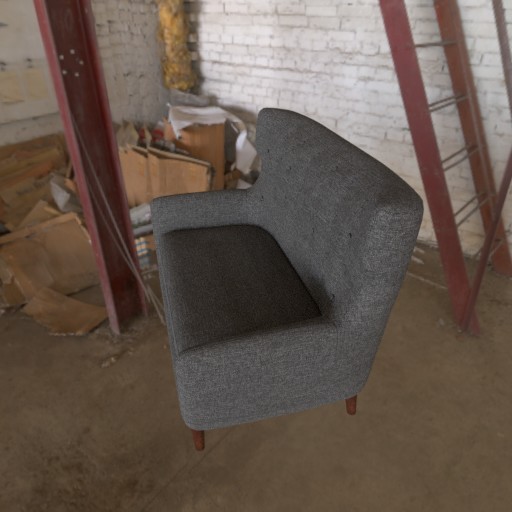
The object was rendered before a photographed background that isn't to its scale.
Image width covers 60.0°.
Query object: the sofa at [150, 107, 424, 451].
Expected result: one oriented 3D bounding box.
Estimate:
[{"bbox_3d":[0.000,0.000,2.032,0.874,1.028,1.358,-8,32,-13],"label":"sofa"}]
